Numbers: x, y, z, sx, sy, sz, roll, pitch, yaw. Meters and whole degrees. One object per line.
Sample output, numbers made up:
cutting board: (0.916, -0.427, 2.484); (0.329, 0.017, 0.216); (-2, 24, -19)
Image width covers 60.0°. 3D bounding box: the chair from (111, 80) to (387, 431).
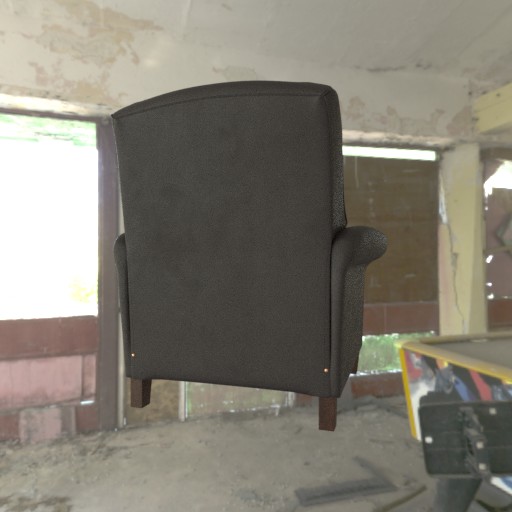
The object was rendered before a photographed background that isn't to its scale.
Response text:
chair: (0.000, 0.000, 1.761); (0.978, 1.061, 0.902); (0, 0, 18)
